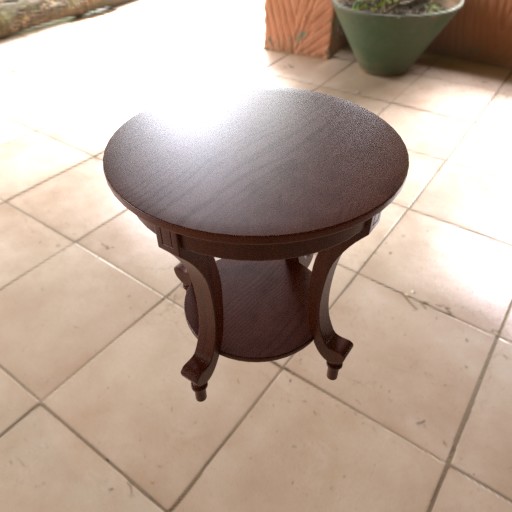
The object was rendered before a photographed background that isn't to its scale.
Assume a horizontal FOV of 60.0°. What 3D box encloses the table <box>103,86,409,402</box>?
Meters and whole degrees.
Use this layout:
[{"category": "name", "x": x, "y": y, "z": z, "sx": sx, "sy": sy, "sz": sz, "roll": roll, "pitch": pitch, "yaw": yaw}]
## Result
[{"category": "table", "x": 0.000, "y": 0.000, "z": 1.092, "sx": 0.597, "sy": 0.612, "sz": 0.597, "roll": 0, "pitch": 42, "yaw": 0}]
